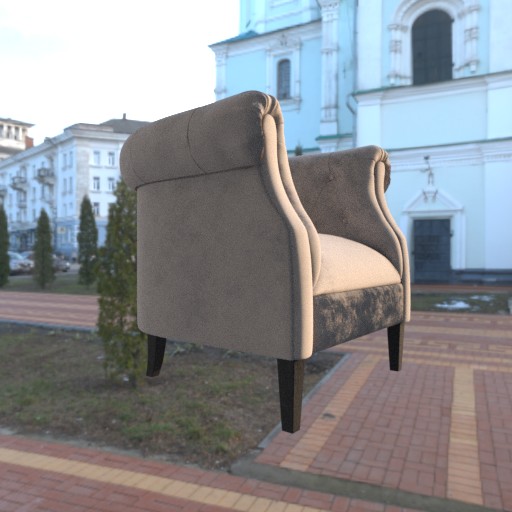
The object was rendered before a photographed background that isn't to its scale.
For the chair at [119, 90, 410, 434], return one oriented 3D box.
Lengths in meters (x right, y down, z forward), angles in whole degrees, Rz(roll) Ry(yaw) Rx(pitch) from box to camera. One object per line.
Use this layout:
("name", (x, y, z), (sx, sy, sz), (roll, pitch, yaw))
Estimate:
("chair", (0.000, 0.000, 1.557), (0.851, 0.826, 0.904), (0, 0, 38))
